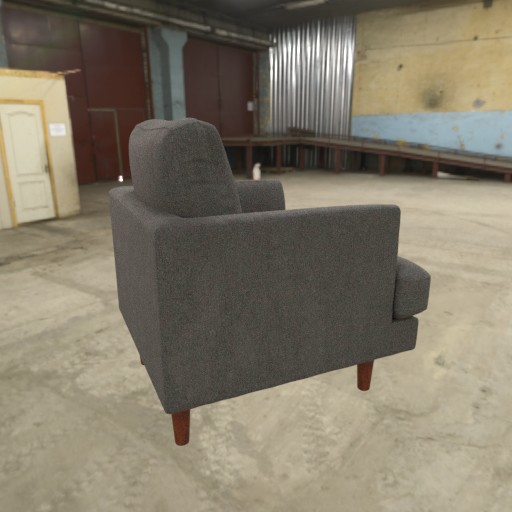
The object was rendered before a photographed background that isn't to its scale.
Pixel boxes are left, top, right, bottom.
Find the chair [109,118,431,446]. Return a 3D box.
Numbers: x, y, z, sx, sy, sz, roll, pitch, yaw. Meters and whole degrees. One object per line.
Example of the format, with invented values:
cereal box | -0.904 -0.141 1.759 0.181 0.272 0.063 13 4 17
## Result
chair | 0.000 0.000 1.622 0.899 0.957 0.858 -7 17 -24
